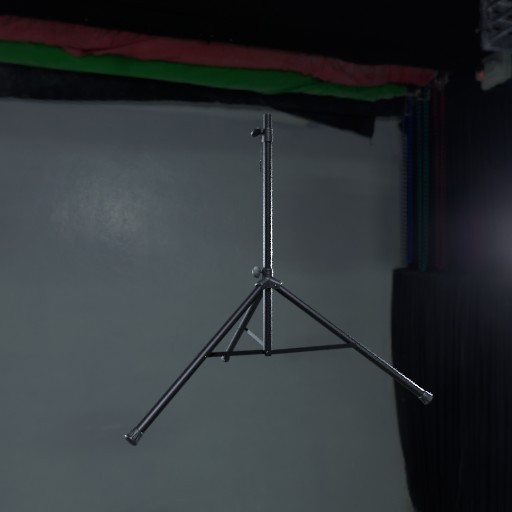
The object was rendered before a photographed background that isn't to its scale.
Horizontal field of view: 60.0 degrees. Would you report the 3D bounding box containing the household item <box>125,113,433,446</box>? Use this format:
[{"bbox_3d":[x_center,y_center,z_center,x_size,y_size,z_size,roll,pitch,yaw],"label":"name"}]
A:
[{"bbox_3d":[0.000,0.000,2.718,1.596,1.595,1.339,0,0,-19],"label":"household item"}]
